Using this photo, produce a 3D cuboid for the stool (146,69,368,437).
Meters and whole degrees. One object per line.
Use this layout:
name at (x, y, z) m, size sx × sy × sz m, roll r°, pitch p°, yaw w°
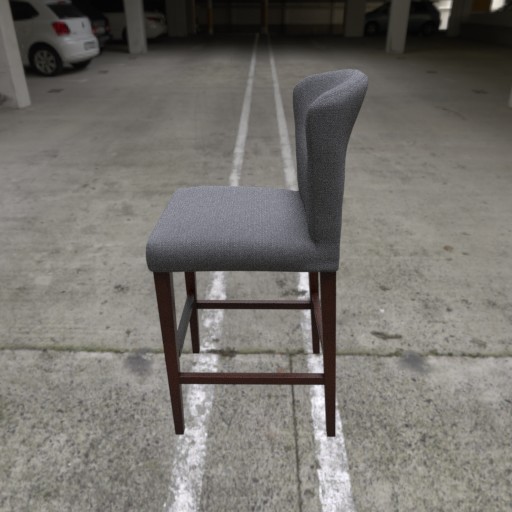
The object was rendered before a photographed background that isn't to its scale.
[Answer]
stool at (0.000, 0.000, 1.382) m, size 0.568 × 1.069 × 0.486 m, roll 0°, pitch 26°, yaw 0°
